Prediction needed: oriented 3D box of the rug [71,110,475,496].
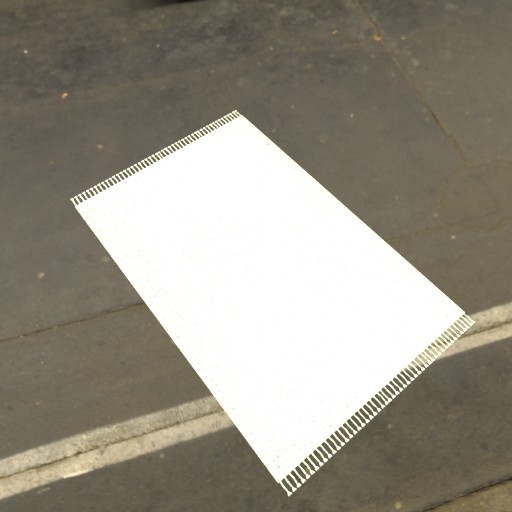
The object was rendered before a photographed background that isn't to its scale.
[{"bbox_3d":[0.000,0.000,2.985,1.524,0.010,2.438,-34,65,-19],"label":"rug"}]
